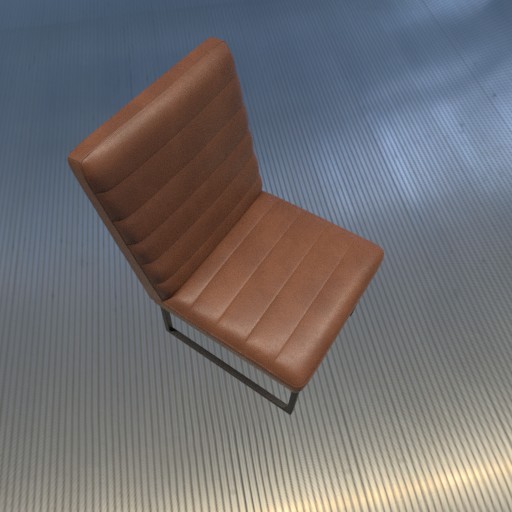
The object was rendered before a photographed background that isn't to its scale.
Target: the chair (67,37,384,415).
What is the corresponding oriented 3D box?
[{"bbox_3d":[0.000,0.000,1.312,0.634,0.930,0.520,30,63,17],"label":"chair"}]
